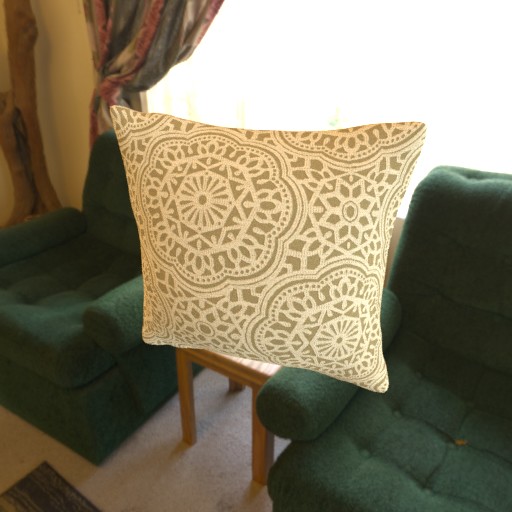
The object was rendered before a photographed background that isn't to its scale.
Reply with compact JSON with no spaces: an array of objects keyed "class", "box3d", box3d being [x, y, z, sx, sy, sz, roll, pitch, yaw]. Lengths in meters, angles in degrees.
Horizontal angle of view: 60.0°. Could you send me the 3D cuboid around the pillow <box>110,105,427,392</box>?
[{"class":"pillow","box3d":[0.000,0.000,0.671,0.438,0.421,0.167,8,27,15]}]
